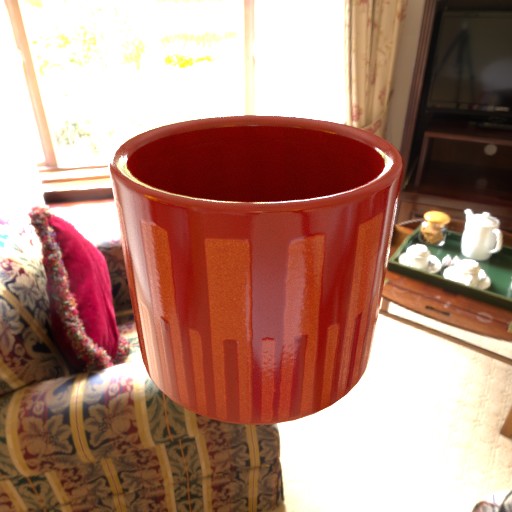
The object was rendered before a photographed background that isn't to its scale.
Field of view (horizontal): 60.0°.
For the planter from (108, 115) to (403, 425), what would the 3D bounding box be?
[{"bbox_3d":[0.000,0.000,0.407,0.230,0.202,0.230,0,31,0],"label":"planter"}]
